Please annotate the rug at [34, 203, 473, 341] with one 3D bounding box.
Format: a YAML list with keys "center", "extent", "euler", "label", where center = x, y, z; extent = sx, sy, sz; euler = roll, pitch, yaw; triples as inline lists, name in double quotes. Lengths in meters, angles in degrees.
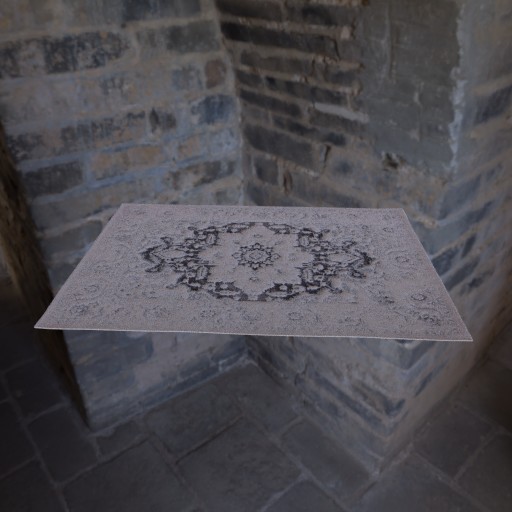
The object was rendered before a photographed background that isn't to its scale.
- center: [0.000, 0.000, 2.336]
  extent: [1.813, 0.008, 1.223]
  euler: [1, 32, 2]
  label: "rug"
